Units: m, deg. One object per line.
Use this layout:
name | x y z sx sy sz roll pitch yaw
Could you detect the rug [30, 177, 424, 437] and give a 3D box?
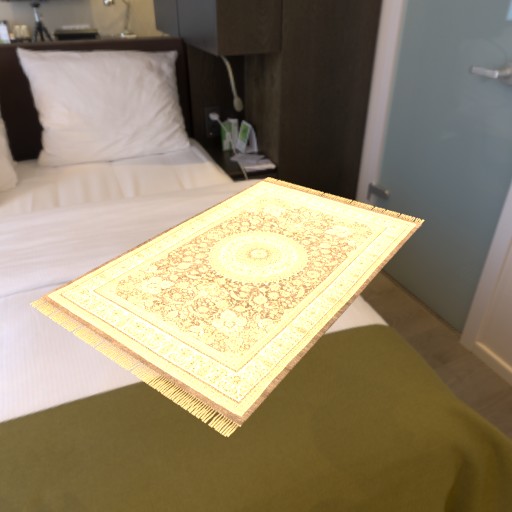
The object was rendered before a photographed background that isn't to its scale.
rug | 0.000 0.000 4.276 2.143 0.015 3.422 21 38 30
